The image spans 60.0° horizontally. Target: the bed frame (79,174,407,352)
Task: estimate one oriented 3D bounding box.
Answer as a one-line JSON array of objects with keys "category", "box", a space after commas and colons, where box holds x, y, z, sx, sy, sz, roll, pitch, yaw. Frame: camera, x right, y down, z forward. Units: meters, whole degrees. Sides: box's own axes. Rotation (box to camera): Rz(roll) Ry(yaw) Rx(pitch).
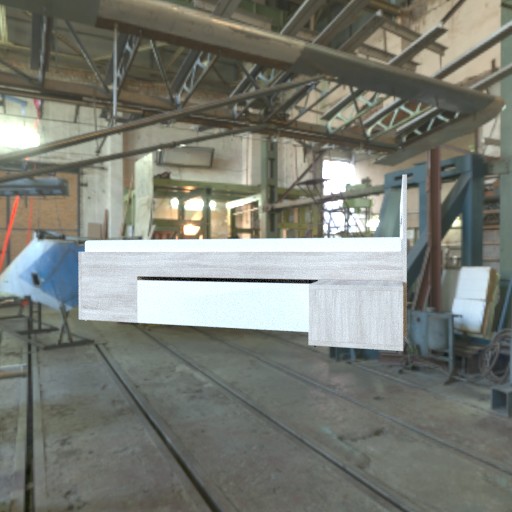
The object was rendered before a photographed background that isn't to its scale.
[{"category": "bed frame", "box": [0.000, 0.000, 3.224, 2.050, 0.860, 2.040, 0, 0, 18]}]
